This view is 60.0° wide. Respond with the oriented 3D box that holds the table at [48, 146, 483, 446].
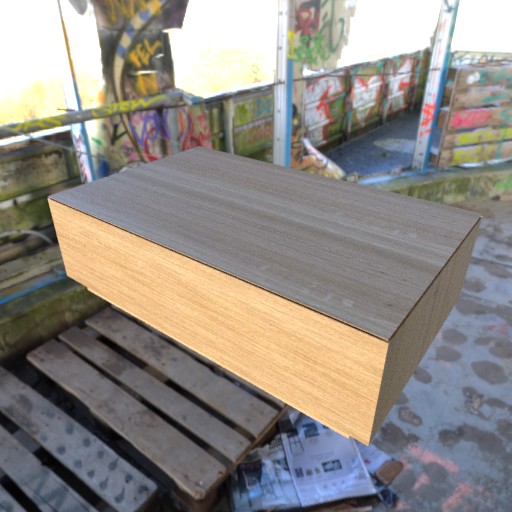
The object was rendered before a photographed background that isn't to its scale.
[{"bbox_3d":[0.000,0.000,1.406,1.110,0.353,0.678,21,36,31],"label":"table"}]
